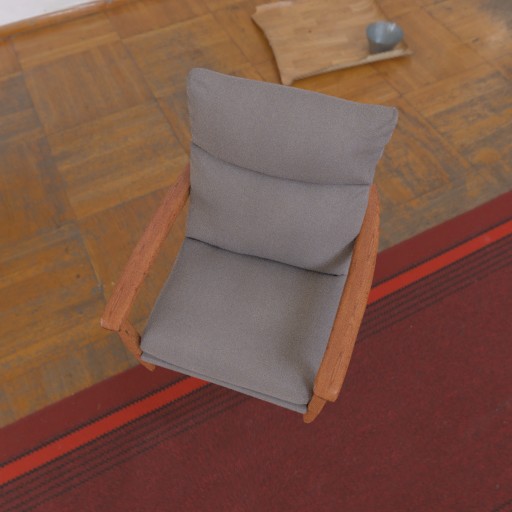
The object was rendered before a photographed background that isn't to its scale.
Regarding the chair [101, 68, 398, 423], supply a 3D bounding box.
[{"bbox_3d":[0.000,0.000,1.514,0.782,0.922,0.816,16,60,9],"label":"chair"}]
